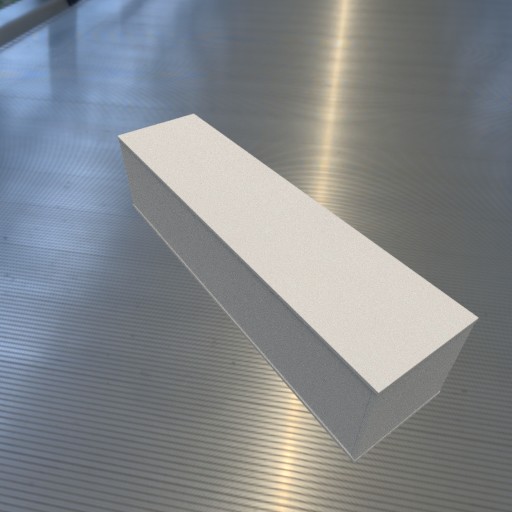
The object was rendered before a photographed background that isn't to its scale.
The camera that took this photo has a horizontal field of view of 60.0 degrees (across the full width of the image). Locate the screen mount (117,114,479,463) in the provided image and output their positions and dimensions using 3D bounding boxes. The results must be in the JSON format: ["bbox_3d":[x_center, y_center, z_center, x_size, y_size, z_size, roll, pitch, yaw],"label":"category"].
[{"bbox_3d":[0.000,0.000,1.807,0.418,0.520,1.600,-26,48,-25],"label":"screen mount"}]
